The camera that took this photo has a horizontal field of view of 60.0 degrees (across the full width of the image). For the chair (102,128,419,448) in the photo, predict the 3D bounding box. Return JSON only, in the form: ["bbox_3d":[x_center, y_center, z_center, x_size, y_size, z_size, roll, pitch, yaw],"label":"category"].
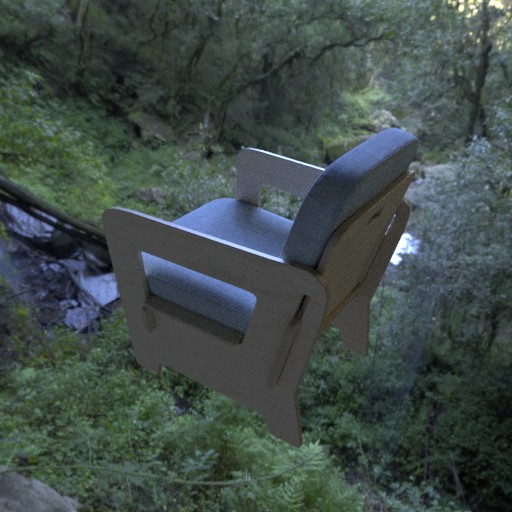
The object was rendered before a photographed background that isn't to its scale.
[{"bbox_3d":[0.000,0.000,1.300,0.710,0.800,0.590,22,39,30],"label":"chair"}]
